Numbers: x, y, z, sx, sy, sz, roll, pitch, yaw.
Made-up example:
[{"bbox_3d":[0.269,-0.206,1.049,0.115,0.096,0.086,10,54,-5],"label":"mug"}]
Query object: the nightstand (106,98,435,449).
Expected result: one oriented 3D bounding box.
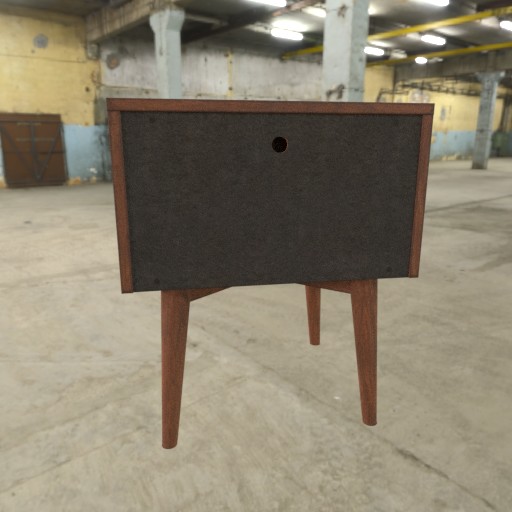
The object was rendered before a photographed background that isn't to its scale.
[{"bbox_3d":[0.000,0.000,0.972,0.521,0.607,0.445,-2,14,-10],"label":"nightstand"}]
